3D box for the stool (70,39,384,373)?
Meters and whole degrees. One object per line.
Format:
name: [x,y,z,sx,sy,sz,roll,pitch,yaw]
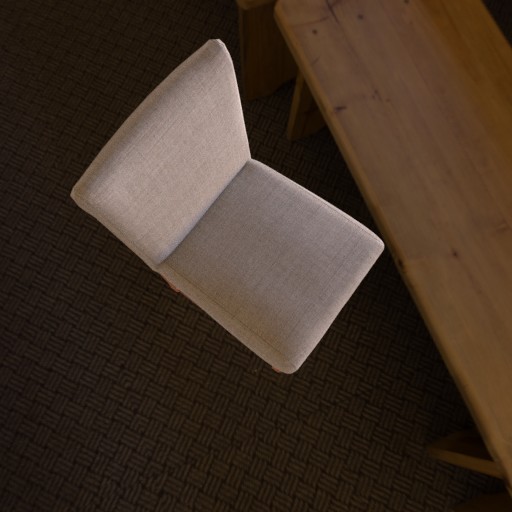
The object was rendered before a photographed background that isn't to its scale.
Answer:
stool: [0.000,0.000,1.303,0.567,1.039,0.454,36,78,9]
